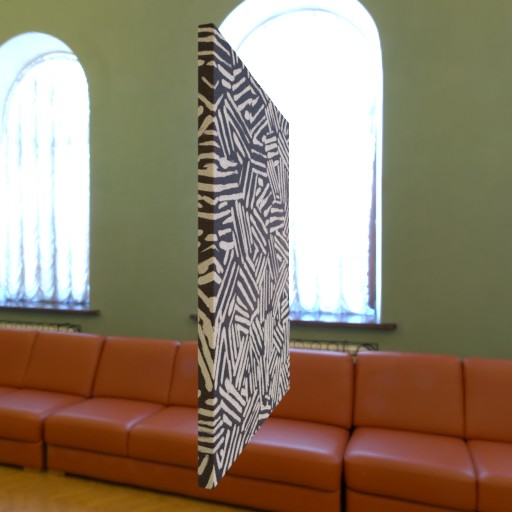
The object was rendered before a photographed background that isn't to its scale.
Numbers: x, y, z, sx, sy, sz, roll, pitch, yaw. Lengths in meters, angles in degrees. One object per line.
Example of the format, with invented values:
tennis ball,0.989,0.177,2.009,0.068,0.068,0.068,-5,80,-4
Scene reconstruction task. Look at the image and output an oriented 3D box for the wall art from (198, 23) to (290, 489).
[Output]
wall art,0.000,0.000,1.334,0.038,1.017,0.765,0,0,17
